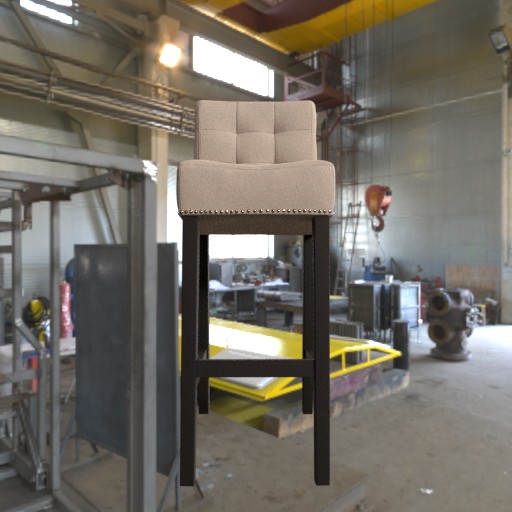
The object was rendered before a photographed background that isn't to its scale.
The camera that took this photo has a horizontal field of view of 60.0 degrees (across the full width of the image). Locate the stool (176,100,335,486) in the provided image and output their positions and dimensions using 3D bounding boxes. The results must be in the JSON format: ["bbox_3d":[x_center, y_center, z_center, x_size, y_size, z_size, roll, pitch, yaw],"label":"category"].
[{"bbox_3d":[0.000,0.000,1.278,0.411,1.047,0.548,0,0,0],"label":"stool"}]
